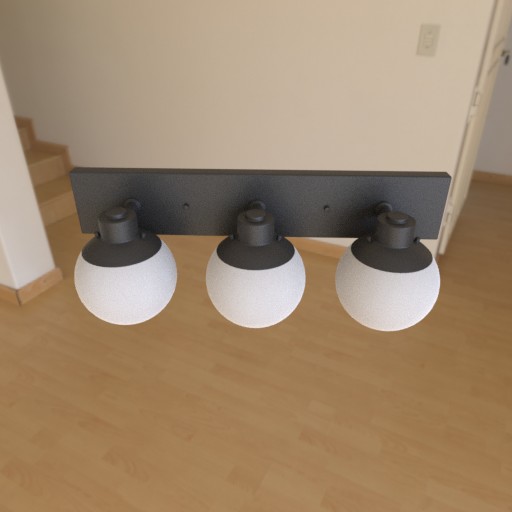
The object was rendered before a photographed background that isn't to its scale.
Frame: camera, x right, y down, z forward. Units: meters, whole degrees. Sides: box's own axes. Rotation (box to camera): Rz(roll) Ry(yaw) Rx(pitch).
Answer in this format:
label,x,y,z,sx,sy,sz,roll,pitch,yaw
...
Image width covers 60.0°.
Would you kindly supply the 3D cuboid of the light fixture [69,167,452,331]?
label,x,y,z,sx,sy,sz,roll,pitch,yaw
light fixture,0.000,0.000,0.830,0.721,0.263,0.218,1,30,2
